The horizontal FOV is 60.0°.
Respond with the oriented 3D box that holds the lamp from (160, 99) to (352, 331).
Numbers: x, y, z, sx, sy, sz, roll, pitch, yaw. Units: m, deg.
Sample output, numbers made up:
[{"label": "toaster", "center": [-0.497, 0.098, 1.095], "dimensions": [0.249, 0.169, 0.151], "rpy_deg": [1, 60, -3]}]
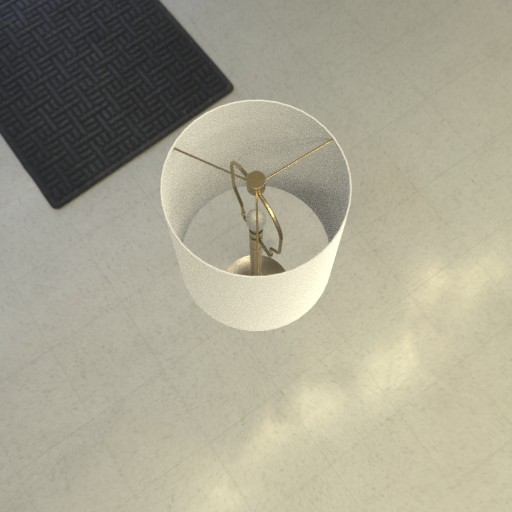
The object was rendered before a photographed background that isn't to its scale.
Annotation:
[{"label": "lamp", "center": [0.000, 0.000, 0.683], "dimensions": [0.231, 0.569, 0.231], "rpy_deg": [0, 76, 0]}]
